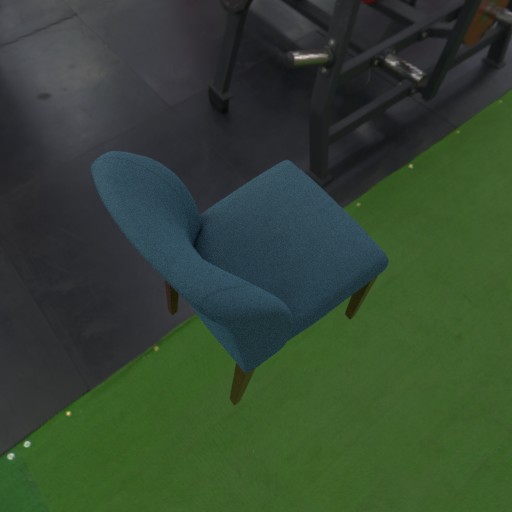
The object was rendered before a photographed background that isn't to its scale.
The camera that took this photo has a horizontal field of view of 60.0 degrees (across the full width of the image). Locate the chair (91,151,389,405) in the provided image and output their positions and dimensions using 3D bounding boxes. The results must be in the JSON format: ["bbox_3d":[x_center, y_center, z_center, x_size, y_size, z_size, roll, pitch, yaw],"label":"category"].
[{"bbox_3d":[0.000,0.000,1.262,0.620,0.879,0.507,-33,65,-17],"label":"chair"}]
